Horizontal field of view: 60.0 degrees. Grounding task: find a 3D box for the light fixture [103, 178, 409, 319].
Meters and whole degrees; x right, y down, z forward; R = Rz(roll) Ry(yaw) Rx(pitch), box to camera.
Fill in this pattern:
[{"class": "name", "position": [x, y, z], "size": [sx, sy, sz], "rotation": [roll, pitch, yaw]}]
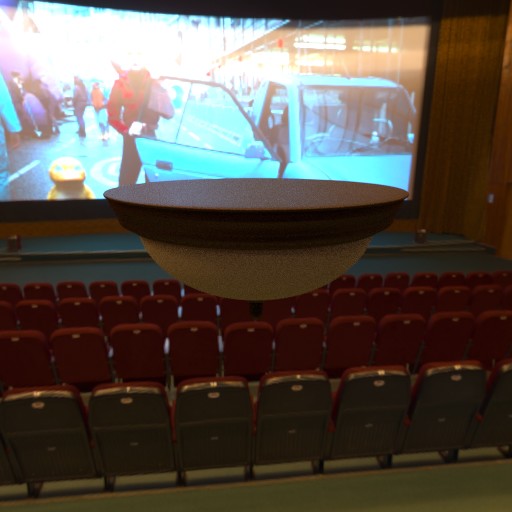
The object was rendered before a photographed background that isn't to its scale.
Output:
[{"class": "light fixture", "position": [0.000, 0.000, 0.443], "size": [0.280, 0.135, 0.280], "rotation": [0, 14, 0]}]
